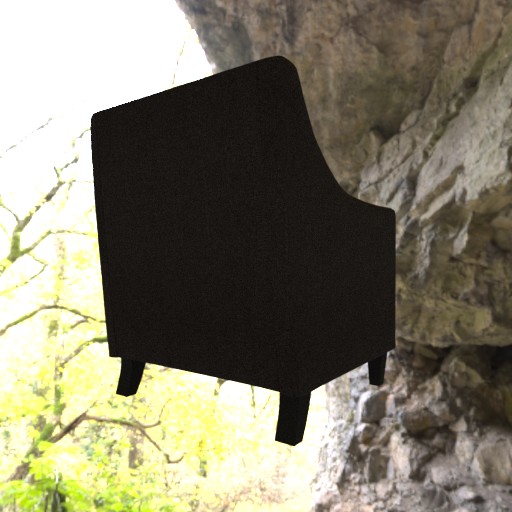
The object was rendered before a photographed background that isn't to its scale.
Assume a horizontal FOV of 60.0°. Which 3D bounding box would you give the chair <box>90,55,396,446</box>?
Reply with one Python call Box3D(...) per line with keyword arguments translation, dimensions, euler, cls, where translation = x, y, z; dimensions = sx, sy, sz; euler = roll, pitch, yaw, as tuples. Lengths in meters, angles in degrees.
Box3D(translation=(0.000, 0.000, 1.606), dimensions=(0.776, 0.967, 0.884), euler=(0, 0, 36), cls="chair")
